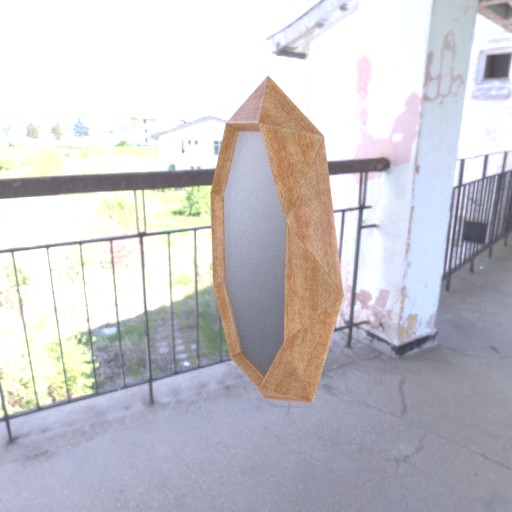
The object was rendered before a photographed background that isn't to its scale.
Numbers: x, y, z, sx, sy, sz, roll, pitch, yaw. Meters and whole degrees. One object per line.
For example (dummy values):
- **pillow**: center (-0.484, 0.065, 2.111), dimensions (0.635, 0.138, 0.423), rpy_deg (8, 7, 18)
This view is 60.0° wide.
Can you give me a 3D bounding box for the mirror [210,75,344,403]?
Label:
- **mirror**: center (0.000, 0.000, 1.014), dimensions (0.070, 0.774, 0.577), rpy_deg (-8, 18, -25)
